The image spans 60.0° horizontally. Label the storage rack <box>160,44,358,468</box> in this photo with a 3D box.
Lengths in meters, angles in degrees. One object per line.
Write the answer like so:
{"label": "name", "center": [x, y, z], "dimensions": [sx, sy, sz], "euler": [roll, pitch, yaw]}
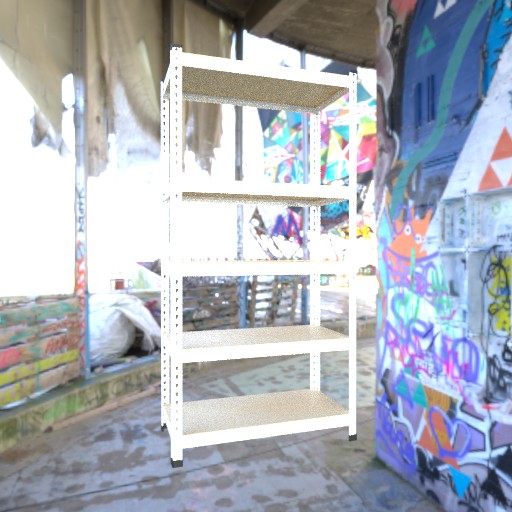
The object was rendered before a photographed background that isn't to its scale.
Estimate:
{"label": "storage rack", "center": [0.000, 0.000, 2.267], "dimensions": [0.914, 1.829, 0.457], "euler": [0, 0, -18]}
